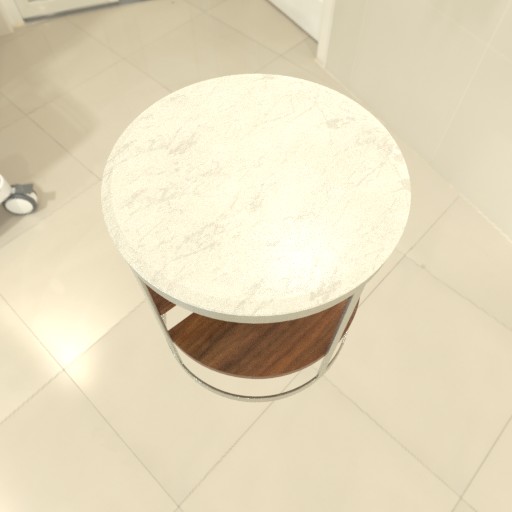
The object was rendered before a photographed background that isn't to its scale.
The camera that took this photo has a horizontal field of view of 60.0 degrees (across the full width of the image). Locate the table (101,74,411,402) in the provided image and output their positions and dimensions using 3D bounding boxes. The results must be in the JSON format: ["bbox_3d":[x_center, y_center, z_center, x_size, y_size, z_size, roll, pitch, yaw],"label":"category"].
[{"bbox_3d":[0.000,0.000,0.778,0.407,0.447,0.407,0,59,0],"label":"table"}]
